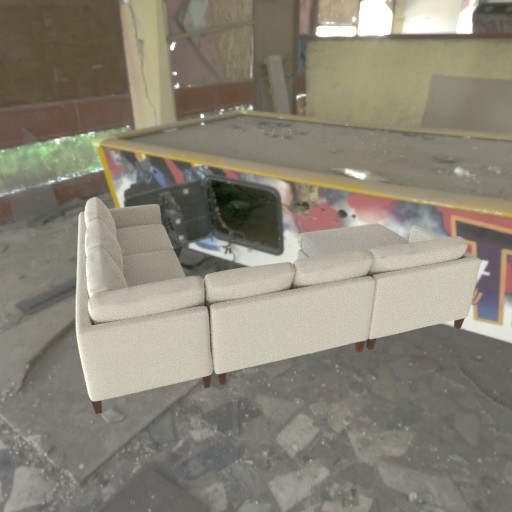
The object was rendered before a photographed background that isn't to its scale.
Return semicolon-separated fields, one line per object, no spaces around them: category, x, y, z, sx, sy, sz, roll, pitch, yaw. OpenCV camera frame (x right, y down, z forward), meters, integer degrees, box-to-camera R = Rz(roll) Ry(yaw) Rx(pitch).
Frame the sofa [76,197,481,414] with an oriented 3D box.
sofa;0.000;0.000;4.647;3.459;0.956;2.593;-9;27;-17
